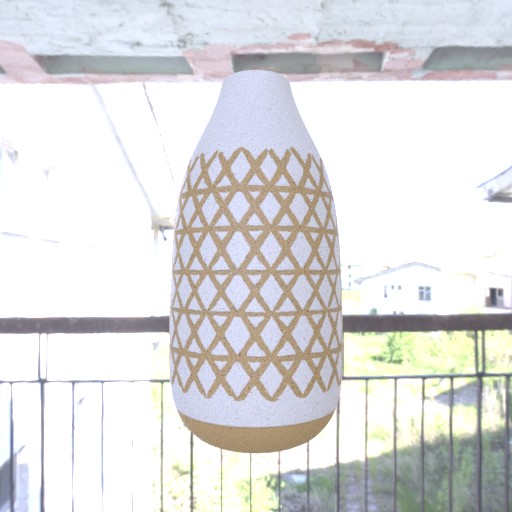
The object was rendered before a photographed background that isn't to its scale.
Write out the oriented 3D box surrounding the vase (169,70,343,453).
[{"bbox_3d":[0.000,0.000,0.485,0.186,0.380,0.186,0,-2,0],"label":"vase"}]
